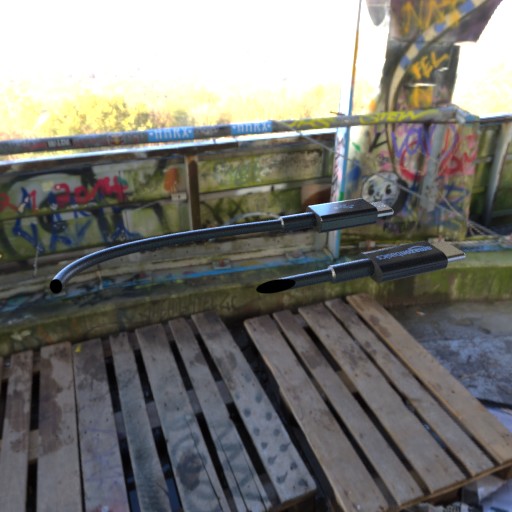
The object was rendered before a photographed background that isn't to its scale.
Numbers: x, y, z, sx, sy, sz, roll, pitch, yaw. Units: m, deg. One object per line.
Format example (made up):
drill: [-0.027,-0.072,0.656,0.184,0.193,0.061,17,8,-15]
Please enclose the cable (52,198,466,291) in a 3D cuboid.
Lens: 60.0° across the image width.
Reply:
cable: [0.000,0.000,0.112,0.098,0.006,0.040,-10,31,-18]
